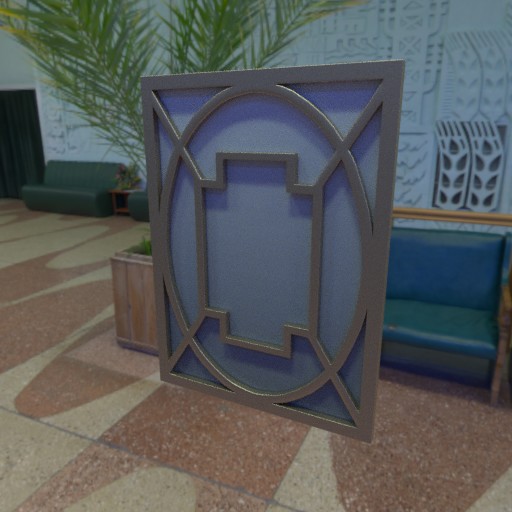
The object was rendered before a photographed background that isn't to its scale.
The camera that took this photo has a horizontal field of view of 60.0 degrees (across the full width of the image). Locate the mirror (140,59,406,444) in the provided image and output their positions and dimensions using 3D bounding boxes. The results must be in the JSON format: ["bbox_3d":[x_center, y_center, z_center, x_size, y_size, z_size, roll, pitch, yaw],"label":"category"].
[{"bbox_3d":[0.000,0.000,1.311,0.756,1.023,0.032,8,18,25],"label":"mirror"}]
